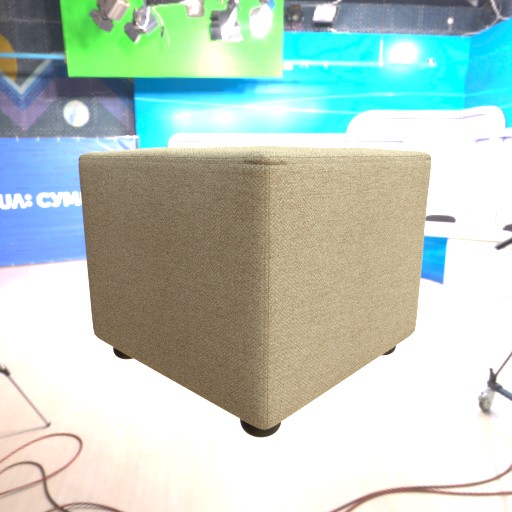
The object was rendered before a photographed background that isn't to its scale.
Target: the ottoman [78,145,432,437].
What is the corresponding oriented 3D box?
[{"bbox_3d":[0.000,0.000,0.904,0.508,0.432,0.508,12,17,42],"label":"ottoman"}]
